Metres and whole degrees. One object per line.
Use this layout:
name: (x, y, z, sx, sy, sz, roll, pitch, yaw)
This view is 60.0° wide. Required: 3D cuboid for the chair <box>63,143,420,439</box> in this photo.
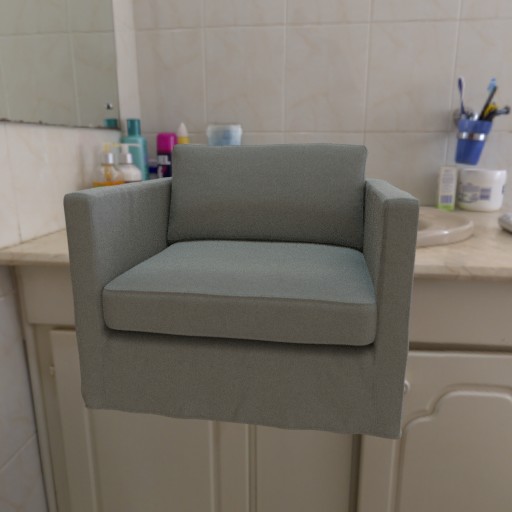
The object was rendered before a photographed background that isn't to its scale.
chair: (0.000, 0.000, 1.731, 1.057, 0.863, 0.949, 2, 13, 9)
